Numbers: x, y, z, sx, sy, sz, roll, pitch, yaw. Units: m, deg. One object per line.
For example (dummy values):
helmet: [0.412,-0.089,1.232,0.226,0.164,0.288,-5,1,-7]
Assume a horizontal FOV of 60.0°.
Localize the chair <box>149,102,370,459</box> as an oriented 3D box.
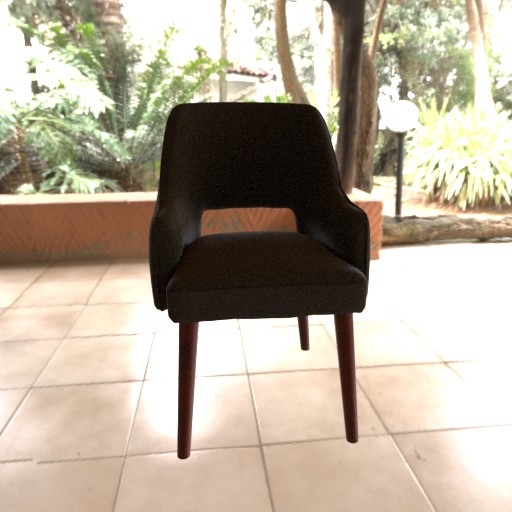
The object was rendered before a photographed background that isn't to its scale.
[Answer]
chair: [0.000,0.000,1.236,0.559,0.838,0.560,-2,16,-7]
